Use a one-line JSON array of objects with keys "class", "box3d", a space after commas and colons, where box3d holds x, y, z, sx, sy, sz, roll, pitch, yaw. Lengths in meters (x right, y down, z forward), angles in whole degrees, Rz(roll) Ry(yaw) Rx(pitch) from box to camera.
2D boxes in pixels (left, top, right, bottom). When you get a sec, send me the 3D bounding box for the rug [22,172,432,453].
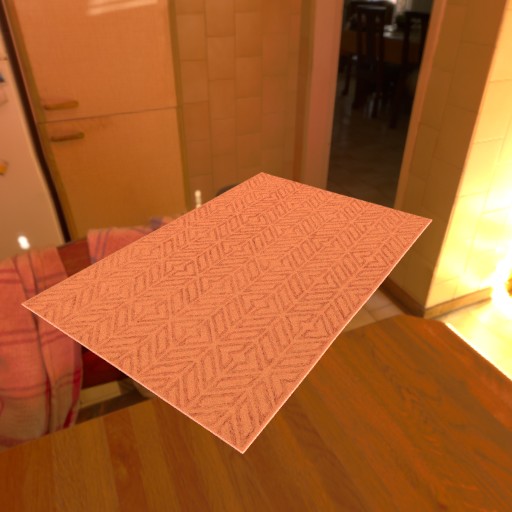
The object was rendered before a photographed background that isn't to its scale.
[{"class": "rug", "box3d": [0.000, 0.000, 2.265, 1.220, 0.007, 1.828, 21, 39, 29]}]
